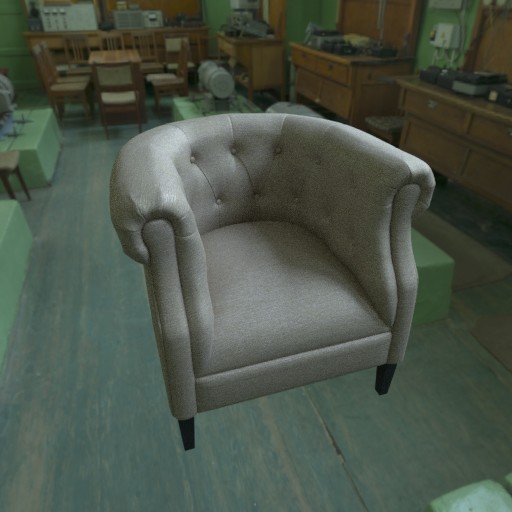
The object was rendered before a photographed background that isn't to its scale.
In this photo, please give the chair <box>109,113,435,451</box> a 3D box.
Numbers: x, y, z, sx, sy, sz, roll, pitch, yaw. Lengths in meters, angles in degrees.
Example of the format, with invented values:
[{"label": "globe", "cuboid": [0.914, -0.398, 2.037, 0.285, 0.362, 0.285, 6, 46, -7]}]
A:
[{"label": "chair", "cuboid": [0.000, 0.000, 1.566, 0.905, 0.827, 0.852, -10, 33, -16]}]
